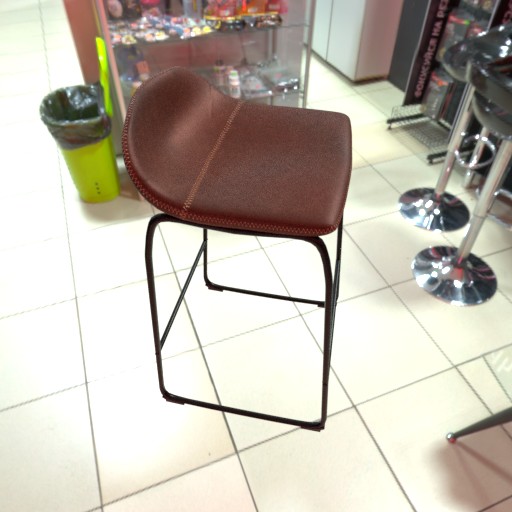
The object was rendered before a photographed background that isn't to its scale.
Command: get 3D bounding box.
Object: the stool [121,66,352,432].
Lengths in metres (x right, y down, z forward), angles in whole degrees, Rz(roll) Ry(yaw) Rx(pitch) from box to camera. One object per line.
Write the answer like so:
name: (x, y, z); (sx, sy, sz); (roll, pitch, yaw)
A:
stool: (0.000, 0.000, 1.111); (0.473, 0.830, 0.454); (8, 45, 8)
